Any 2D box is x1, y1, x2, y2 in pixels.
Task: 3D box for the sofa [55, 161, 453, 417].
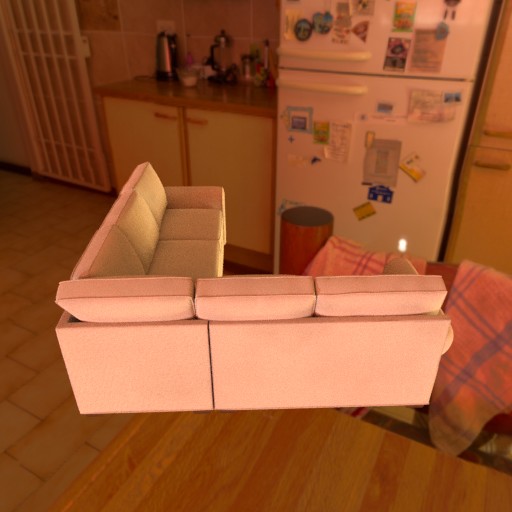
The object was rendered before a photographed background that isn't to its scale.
[{"bbox_3d":[0.000,0.000,3.903,2.487,1.053,2.562,-1,30,-2],"label":"sofa"}]
